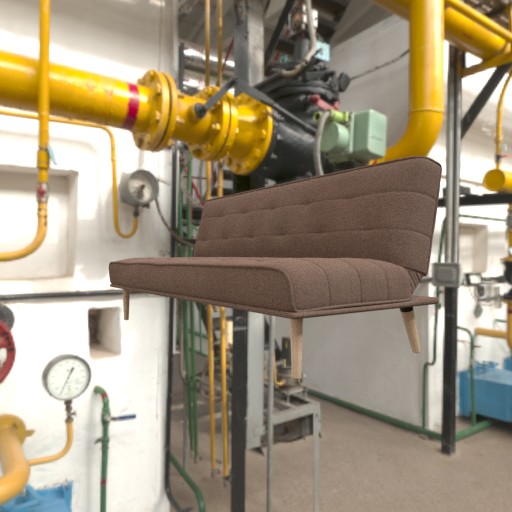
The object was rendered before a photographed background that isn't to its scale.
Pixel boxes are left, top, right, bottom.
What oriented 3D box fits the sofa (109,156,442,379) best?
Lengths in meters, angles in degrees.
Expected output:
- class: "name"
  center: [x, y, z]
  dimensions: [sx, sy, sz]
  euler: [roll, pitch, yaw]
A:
- class: "sofa"
  center: [0.000, 0.000, 2.384]
  dimensions: [1.038, 0.810, 1.820]
  euler: [0, 0, -35]
